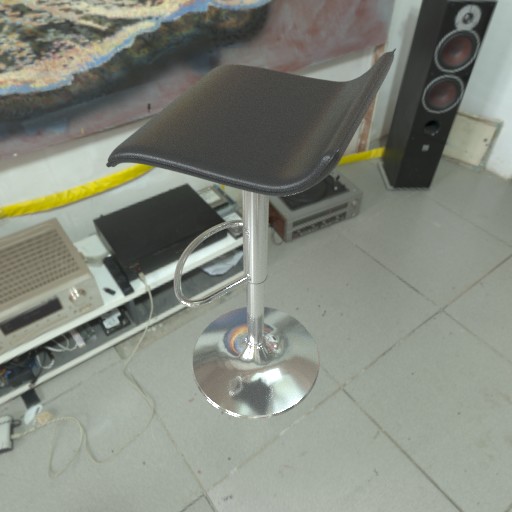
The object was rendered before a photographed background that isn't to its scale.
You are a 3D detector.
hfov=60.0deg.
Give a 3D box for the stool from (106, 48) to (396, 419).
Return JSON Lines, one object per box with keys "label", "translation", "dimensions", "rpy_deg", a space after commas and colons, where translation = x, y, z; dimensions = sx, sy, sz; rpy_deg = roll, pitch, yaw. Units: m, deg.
{"label": "stool", "translation": [0.000, 0.000, 1.012], "dimensions": [0.381, 0.851, 0.381], "rpy_deg": [17, 47, 16]}
